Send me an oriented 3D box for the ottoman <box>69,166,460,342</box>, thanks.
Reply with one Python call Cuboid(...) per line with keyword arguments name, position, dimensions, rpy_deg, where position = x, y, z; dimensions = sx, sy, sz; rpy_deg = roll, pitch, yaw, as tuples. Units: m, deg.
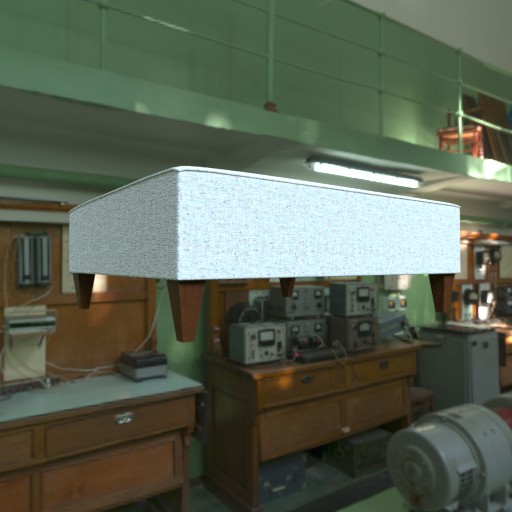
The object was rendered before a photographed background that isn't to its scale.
Cuboid(name="ottoman", position=(0.000, 0.000, 1.245), dimensions=(0.835, 0.303, 0.736), rpy_deg=(1, -1, -36))
